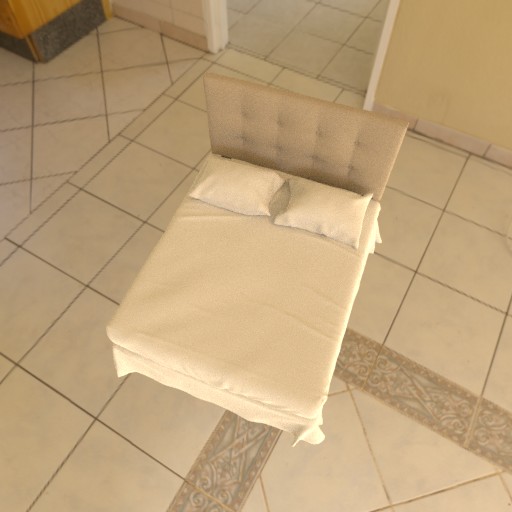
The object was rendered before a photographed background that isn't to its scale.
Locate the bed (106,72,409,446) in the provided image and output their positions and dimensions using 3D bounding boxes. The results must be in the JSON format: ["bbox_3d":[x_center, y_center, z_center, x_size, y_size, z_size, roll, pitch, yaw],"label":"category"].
[{"bbox_3d":[0.000,0.000,3.531,1.936,1.577,2.222,18,60,11],"label":"bed"}]
